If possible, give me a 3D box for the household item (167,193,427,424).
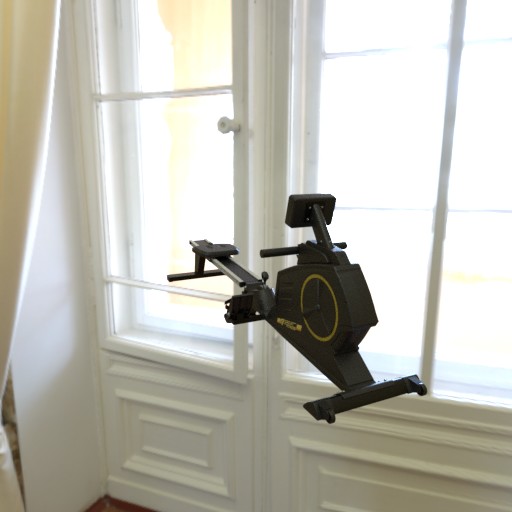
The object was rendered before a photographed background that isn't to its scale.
[{"bbox_3d":[0.000,0.000,2.613,0.521,0.810,2.251,-6,14,-25],"label":"household item"}]
